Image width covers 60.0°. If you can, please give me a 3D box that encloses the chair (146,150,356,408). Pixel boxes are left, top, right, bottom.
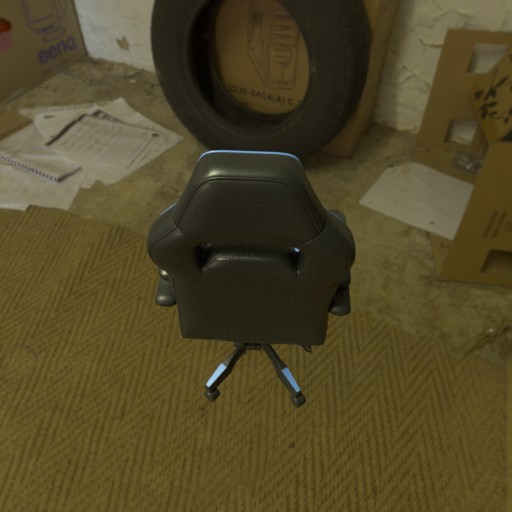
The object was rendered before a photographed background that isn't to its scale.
[{"bbox_3d":[0.000,0.000,1.682,0.700,1.280,0.700,3,47,2],"label":"chair"}]
